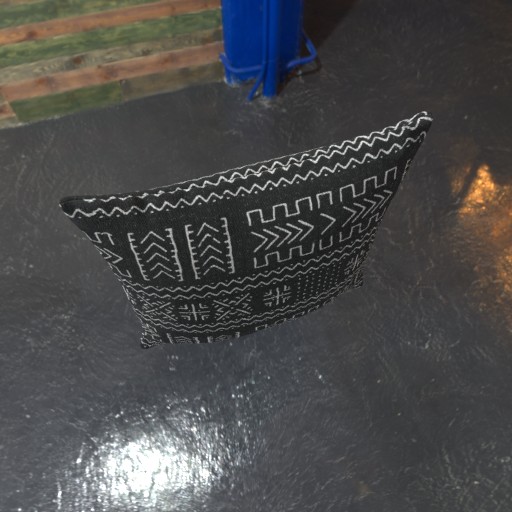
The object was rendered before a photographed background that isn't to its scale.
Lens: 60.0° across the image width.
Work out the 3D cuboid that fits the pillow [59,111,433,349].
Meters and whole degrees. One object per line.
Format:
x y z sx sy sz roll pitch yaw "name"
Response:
0.000 0.000 0.664 0.438 0.430 0.164 -15 60 -9 "pillow"
